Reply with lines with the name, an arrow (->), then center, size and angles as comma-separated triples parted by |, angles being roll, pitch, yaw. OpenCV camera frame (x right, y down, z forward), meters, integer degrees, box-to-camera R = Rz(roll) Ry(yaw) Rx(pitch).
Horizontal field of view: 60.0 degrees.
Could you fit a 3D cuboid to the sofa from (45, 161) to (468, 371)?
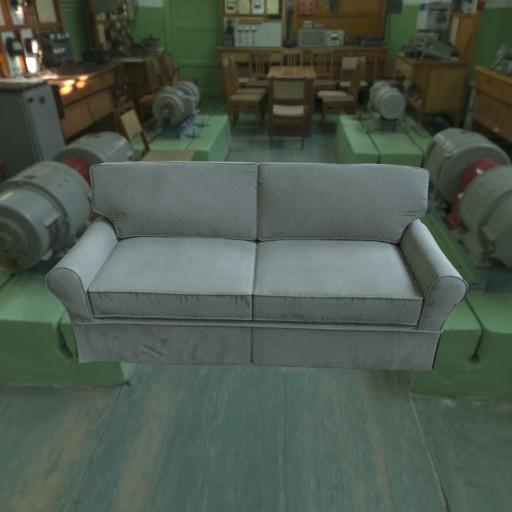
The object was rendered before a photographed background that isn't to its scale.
sofa -> 0.000, 0.000, 2.726 | 2.246, 1.014, 0.900 | 1, 30, 2
